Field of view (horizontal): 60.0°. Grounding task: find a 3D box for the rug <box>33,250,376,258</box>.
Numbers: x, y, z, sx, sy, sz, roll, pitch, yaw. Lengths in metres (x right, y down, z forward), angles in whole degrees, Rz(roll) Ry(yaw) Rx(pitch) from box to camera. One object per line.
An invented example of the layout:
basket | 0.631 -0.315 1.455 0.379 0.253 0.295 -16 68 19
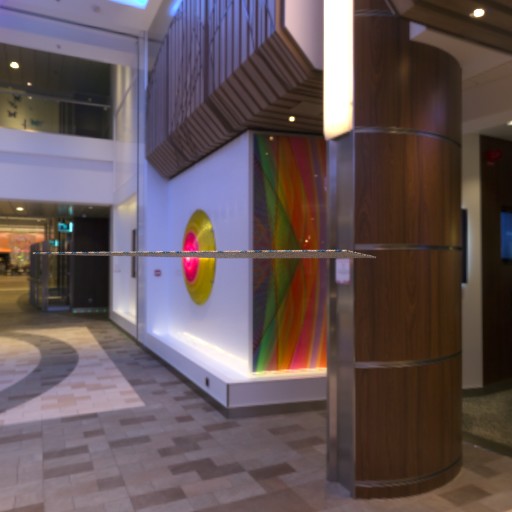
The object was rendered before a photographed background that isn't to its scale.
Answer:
rug | 0.000 0.000 3.112 1.531 0.008 2.439 0 -1 18
